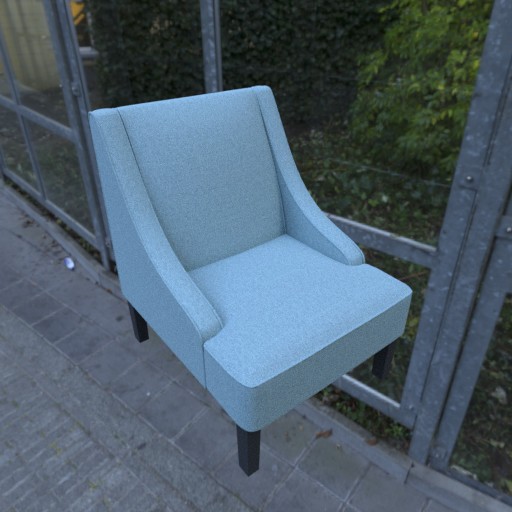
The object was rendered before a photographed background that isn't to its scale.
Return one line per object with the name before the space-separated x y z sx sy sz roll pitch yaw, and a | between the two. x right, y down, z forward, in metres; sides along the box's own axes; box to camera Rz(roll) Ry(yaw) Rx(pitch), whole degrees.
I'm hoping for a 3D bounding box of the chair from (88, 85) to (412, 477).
chair | 0.000 0.000 1.856 0.857 1.133 1.025 -22 37 -32
